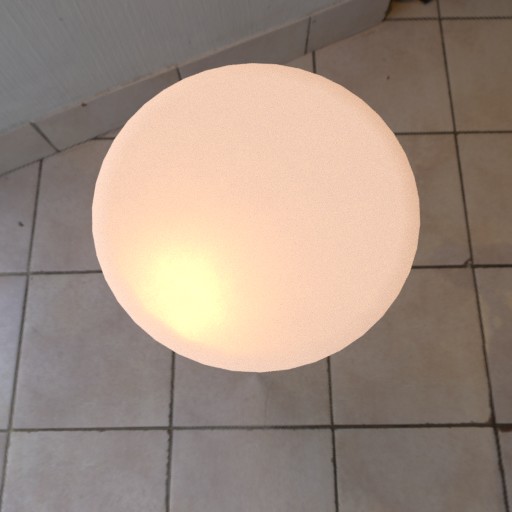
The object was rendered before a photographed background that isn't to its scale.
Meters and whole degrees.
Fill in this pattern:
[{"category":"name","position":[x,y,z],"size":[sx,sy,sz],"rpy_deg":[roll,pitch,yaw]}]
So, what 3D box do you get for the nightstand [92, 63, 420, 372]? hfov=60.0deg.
[{"category":"nightstand","position":[0.000,0.000,1.010],"size":[0.513,0.653,0.513],"rpy_deg":[-19,76,-5]}]
